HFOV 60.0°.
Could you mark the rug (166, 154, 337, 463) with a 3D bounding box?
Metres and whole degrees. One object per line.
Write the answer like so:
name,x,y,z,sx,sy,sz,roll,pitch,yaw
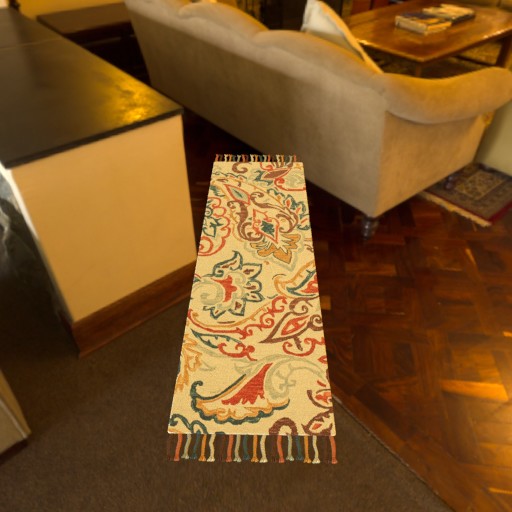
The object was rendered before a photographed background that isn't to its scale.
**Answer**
rug,0.000,0.000,2.919,0.763,0.015,2.682,1,42,1
